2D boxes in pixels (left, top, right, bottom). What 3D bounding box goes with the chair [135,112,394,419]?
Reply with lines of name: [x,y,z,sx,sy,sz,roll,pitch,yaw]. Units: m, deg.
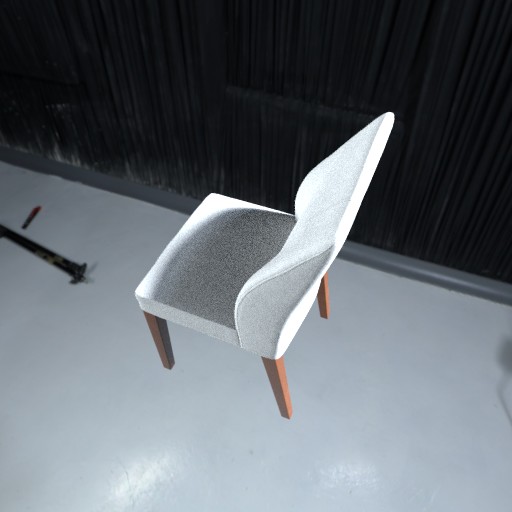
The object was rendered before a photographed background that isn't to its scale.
chair: [0.000,0.000,1.251,0.540,0.893,0.472,17,49,15]
